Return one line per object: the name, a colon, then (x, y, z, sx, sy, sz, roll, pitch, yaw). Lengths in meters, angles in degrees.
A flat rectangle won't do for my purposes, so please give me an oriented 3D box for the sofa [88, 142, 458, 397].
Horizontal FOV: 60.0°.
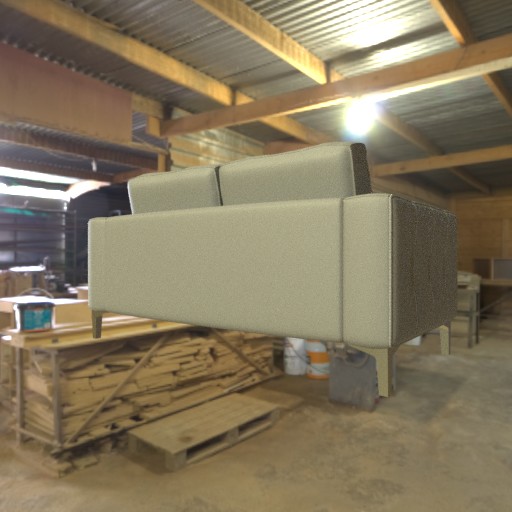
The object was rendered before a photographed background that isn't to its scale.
sofa: (0.000, 0.000, 2.212, 1.726, 0.893, 0.833, 0, 0, 37)
